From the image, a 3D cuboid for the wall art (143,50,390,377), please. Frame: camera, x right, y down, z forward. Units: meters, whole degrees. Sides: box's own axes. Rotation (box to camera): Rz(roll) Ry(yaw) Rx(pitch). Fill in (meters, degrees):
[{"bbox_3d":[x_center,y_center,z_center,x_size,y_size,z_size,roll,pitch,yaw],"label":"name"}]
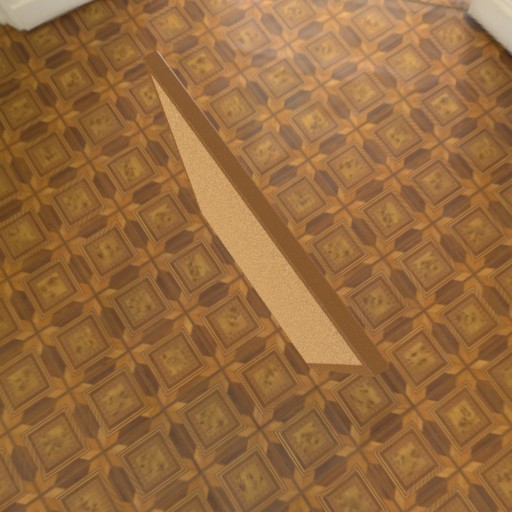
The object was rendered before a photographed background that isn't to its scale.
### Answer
[{"bbox_3d":[0.000,0.000,0.521,0.015,0.379,0.310,-34,79,-8],"label":"wall art"}]
